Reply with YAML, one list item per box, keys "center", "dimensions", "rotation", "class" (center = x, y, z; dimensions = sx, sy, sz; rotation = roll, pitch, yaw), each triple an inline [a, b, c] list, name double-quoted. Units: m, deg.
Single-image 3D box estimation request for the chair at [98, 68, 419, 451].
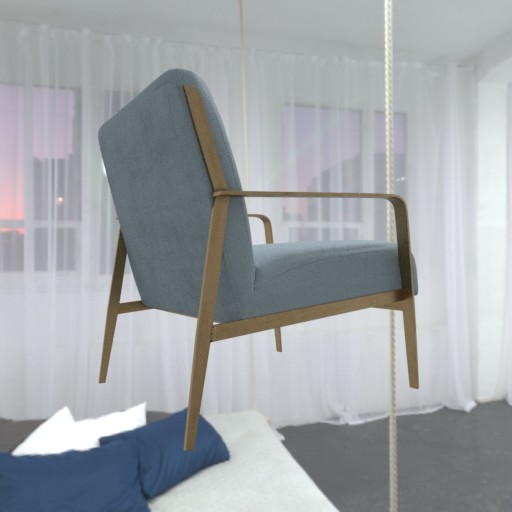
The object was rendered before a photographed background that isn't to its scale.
- center: [0.000, 0.000, 1.414]
  dimensions: [0.842, 0.824, 0.701]
  rotation: [0, -1, -35]
  class: "chair"
